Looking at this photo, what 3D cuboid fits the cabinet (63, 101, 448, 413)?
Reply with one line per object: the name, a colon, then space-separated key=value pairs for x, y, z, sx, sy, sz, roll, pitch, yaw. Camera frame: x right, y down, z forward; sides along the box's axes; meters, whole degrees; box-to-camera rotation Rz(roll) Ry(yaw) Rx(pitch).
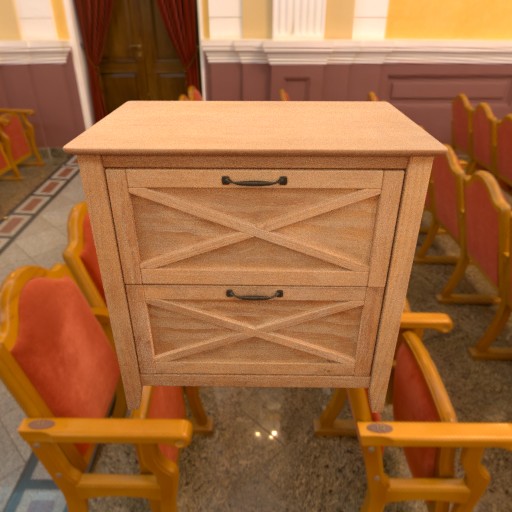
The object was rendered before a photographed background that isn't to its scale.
cabinet: x=0.000 y=0.000 z=1.271 sx=0.763 sy=0.762 sz=0.503 roll=0 pitch=29 yaw=1
